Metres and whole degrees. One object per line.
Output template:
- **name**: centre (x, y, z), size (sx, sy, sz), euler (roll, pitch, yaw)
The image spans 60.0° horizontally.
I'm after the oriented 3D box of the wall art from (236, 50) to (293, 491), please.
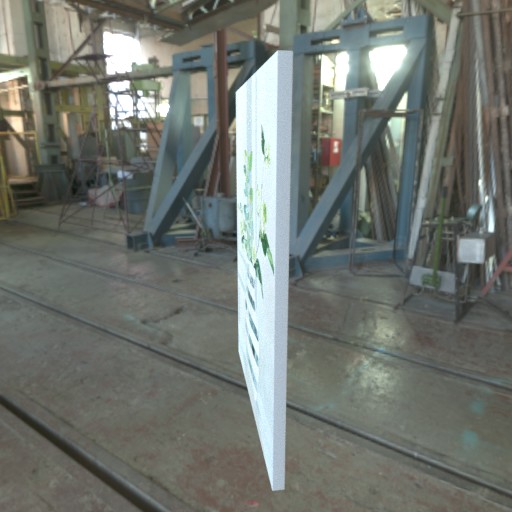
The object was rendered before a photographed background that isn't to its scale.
- **wall art**: centre (0.000, 0.000, 1.609), size (0.038, 1.212, 0.914), euler (-2, 15, -8)
